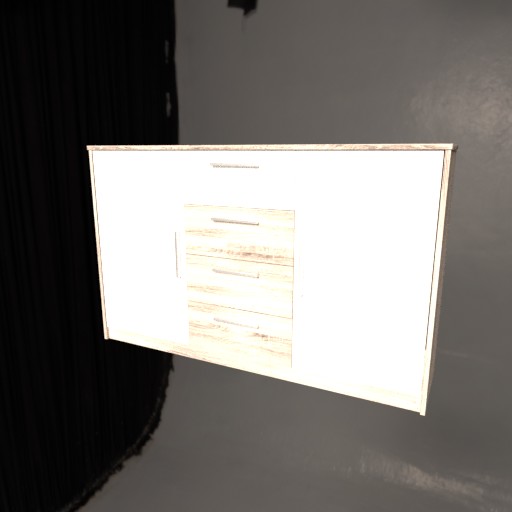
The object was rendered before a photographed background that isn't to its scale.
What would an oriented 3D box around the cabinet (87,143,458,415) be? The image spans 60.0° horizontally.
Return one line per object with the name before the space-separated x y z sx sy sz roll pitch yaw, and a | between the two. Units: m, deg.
cabinet | 0.000 0.000 1.860 1.450 0.900 0.380 6 15 25
